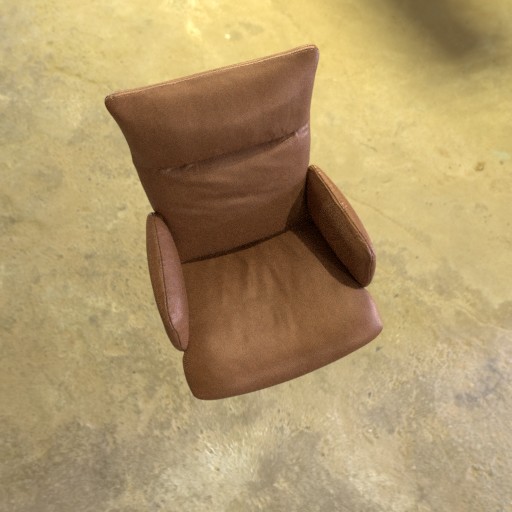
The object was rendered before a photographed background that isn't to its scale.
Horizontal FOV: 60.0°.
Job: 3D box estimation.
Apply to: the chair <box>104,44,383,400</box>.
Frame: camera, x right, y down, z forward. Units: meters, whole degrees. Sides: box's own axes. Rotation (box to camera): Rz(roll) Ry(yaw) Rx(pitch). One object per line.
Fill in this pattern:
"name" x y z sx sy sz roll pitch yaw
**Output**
"chair" 0.000 0.000 1.511 0.711 1.027 0.794 -18 64 -9
